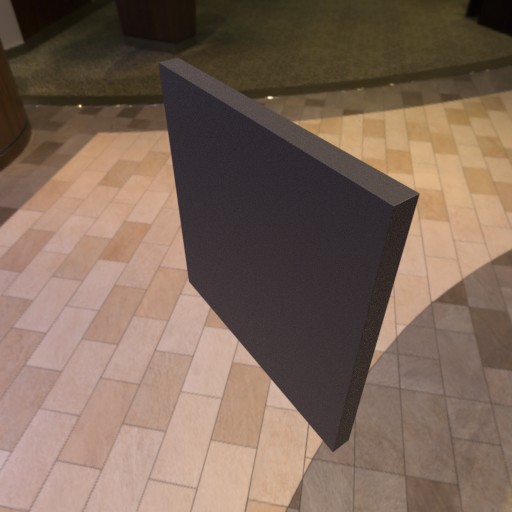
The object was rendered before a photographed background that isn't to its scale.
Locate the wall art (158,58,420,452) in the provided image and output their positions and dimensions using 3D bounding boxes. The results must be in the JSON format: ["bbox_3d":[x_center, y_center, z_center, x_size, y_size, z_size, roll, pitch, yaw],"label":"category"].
[{"bbox_3d":[0.000,0.000,0.751,0.038,0.507,0.507,-25,47,-26],"label":"wall art"}]
